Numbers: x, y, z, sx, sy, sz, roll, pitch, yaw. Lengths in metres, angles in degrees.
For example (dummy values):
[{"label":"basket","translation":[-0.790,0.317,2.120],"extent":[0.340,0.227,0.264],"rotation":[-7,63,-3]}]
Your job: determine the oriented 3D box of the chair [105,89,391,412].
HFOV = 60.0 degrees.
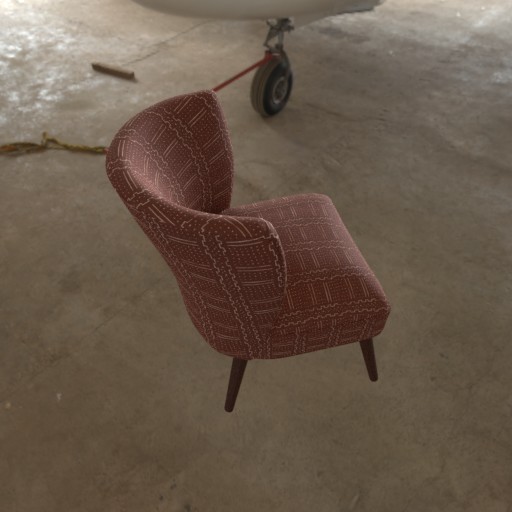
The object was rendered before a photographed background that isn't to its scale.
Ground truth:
[{"label":"chair","translation":[0.000,0.000,1.439],"extent":[0.758,0.866,0.706],"rotation":[-10,46,-10]}]
